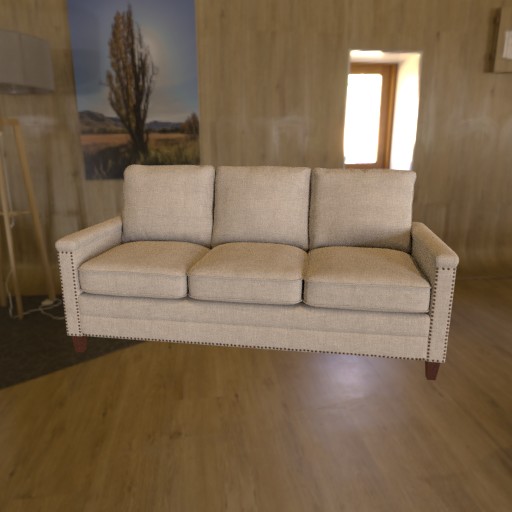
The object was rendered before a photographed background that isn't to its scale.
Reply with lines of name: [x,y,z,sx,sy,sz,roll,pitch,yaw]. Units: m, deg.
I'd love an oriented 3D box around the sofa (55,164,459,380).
sofa: [0.000,0.000,2.480,1.925,0.959,0.828,2,15,9]
